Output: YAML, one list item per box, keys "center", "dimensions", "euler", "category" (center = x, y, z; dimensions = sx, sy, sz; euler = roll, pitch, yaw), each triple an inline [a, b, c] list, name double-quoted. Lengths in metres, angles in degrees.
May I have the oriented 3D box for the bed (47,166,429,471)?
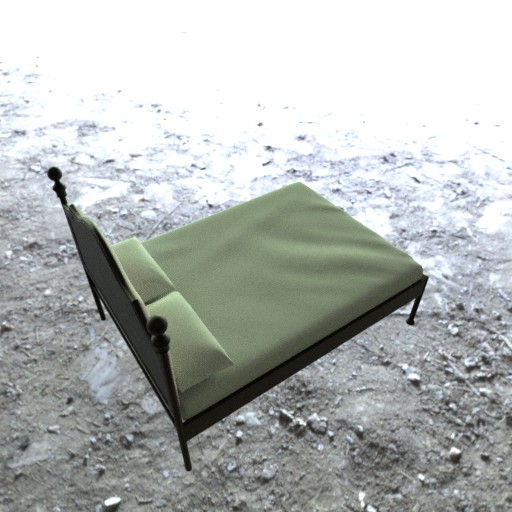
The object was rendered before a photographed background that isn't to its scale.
- center: [0.000, 0.000, 3.339]
  dimensions: [2.224, 1.499, 1.642]
  euler: [-25, 47, -25]
  category: "bed"
